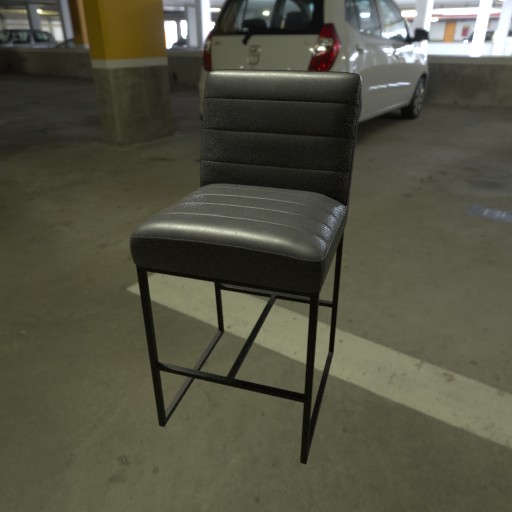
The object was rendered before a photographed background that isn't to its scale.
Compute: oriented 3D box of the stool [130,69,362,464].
[{"bbox_3d":[0.000,0.000,1.244,0.457,0.938,0.552,8,27,16],"label":"stool"}]
